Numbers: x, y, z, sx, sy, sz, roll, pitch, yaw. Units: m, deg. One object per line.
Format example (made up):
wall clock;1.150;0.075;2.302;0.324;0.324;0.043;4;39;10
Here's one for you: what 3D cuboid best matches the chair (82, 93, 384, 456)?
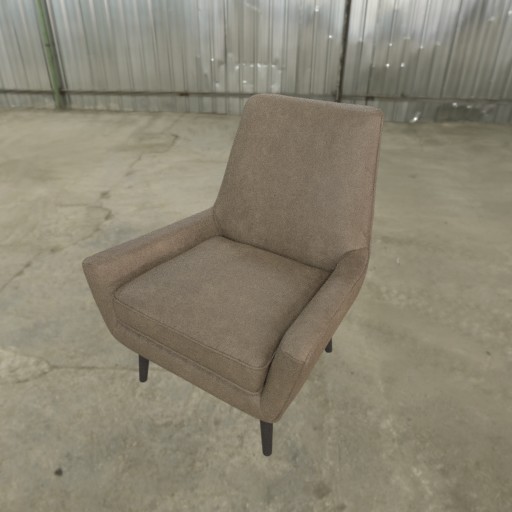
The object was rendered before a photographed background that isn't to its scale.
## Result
chair;0.000;0.000;1.472;0.787;0.888;0.824;19;36;29
